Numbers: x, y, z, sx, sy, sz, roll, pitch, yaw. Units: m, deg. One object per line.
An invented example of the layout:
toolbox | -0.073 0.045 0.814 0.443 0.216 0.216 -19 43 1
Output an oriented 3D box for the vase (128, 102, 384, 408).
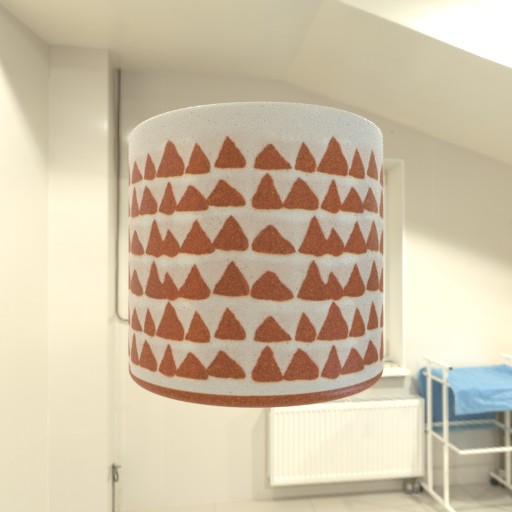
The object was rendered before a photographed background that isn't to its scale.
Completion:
vase | 0.000 0.000 0.247 0.137 0.127 0.137 0 0 0
